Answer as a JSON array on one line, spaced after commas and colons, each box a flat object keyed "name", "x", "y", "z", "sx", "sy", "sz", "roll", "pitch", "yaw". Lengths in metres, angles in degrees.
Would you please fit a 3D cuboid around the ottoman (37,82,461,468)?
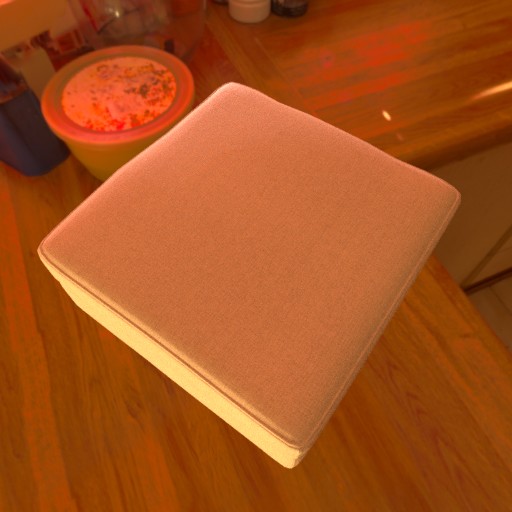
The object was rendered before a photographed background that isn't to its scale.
[{"name": "ottoman", "x": 0.000, "y": 0.000, "z": 1.328, "sx": 0.838, "sy": 0.503, "sz": 0.838, "roll": 32, "pitch": 64, "yaw": 18}]
